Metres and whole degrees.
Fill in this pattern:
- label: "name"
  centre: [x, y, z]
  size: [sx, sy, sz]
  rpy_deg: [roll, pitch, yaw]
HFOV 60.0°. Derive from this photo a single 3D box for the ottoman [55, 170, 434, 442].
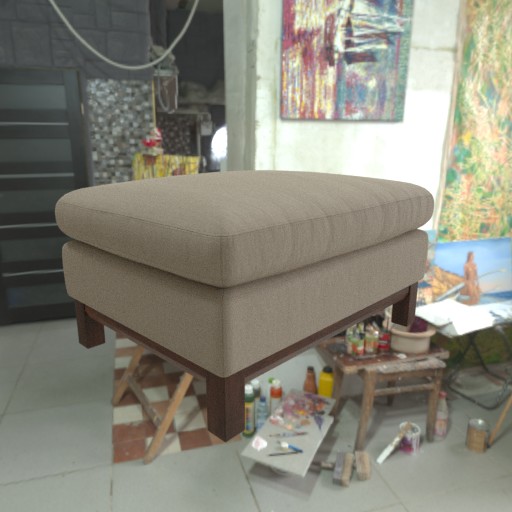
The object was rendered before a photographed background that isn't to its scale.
- label: "ottoman"
  centre: [0.000, 0.000, 1.124]
  size: [0.606, 0.420, 0.771]
  rpy_deg: [14, 20, 42]
